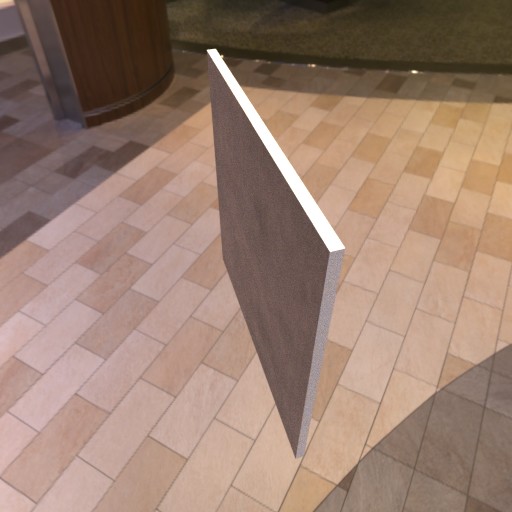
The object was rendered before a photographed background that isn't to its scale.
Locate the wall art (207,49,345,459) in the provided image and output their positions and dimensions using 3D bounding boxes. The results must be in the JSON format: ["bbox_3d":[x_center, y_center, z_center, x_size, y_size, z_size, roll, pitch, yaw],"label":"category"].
[{"bbox_3d":[0.000,0.000,0.994,0.020,0.661,0.664,-13,47,-12],"label":"wall art"}]
